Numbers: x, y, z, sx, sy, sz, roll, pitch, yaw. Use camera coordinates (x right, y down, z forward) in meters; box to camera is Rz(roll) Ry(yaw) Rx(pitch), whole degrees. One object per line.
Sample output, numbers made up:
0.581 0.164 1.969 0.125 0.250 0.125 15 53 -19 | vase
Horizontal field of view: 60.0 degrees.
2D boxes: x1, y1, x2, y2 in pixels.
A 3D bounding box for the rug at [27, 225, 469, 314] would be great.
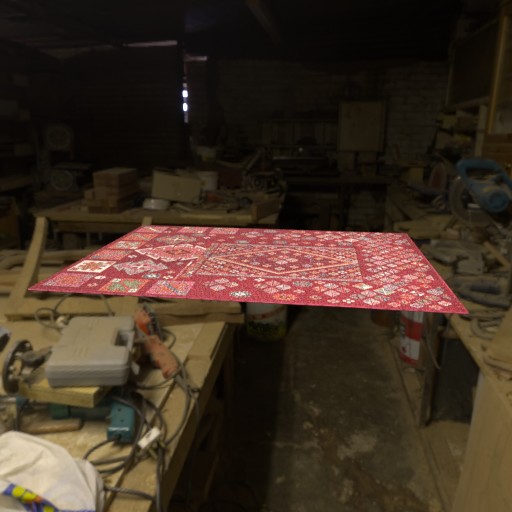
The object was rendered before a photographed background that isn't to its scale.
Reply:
0.000 0.000 2.908 2.184 0.007 1.579 2 16 8 | rug
